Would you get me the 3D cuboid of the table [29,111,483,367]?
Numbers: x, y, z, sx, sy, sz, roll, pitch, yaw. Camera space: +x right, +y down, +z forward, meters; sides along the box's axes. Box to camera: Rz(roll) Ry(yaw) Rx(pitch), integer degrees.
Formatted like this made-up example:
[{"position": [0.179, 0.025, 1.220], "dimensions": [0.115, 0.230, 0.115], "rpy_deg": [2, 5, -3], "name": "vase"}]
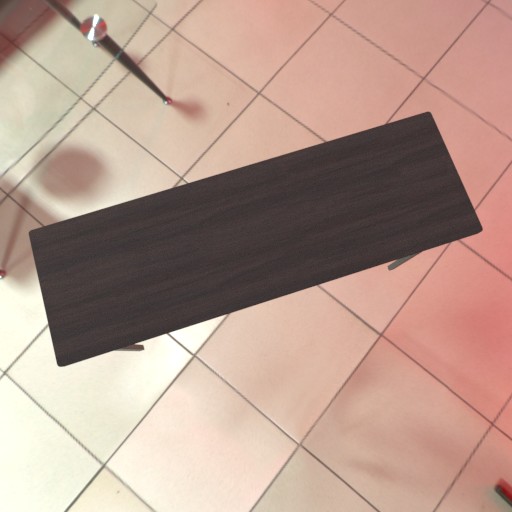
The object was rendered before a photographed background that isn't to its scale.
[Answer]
[{"position": [0.000, 0.000, 1.794], "dimensions": [1.399, 0.750, 0.449], "rpy_deg": [-17, 78, -4], "name": "table"}]
